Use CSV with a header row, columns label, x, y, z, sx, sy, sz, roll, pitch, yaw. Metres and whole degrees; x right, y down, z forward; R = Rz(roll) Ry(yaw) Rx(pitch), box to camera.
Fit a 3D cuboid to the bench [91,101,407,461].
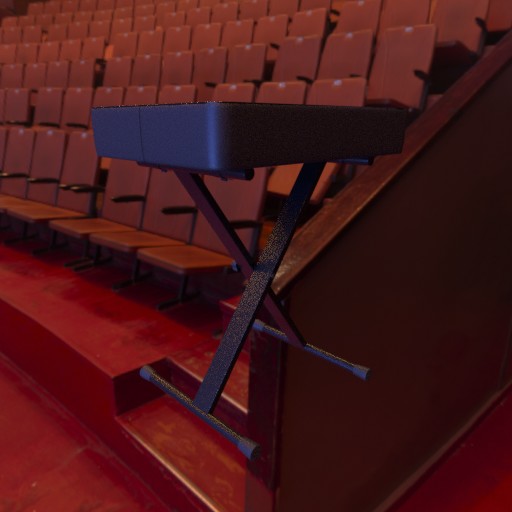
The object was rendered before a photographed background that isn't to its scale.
label,x,y,z,sx,sy,sz,roll,pitch,yaw
bench,0.000,0.000,0.789,0.424,0.500,0.321,-16,23,-42
